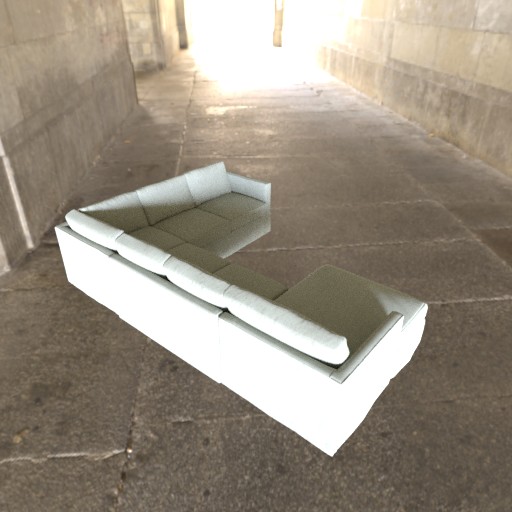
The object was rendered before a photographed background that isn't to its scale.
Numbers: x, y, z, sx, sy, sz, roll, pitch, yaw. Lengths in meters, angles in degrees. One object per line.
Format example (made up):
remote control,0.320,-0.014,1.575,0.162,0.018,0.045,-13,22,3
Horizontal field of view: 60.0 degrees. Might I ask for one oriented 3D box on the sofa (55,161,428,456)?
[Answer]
sofa,0.000,0.000,4.552,3.434,0.869,2.440,23,37,34
